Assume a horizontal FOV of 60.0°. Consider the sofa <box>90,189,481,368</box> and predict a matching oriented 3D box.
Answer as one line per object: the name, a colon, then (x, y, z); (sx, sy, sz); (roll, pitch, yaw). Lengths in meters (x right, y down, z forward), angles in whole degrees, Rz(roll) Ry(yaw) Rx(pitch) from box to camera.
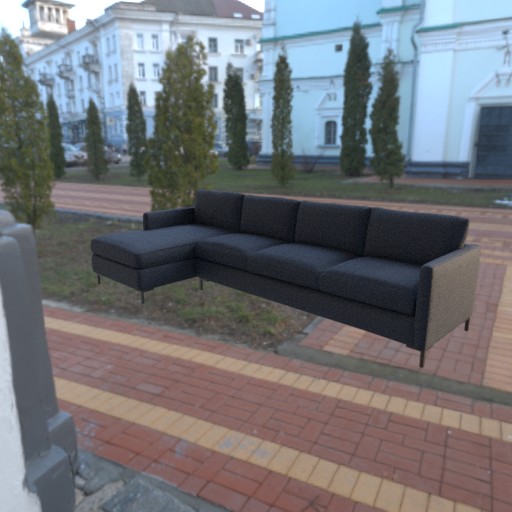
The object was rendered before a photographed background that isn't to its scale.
sofa: (0.000, 0.000, 2.908); (2.445, 0.673, 1.125); (13, 19, 42)
